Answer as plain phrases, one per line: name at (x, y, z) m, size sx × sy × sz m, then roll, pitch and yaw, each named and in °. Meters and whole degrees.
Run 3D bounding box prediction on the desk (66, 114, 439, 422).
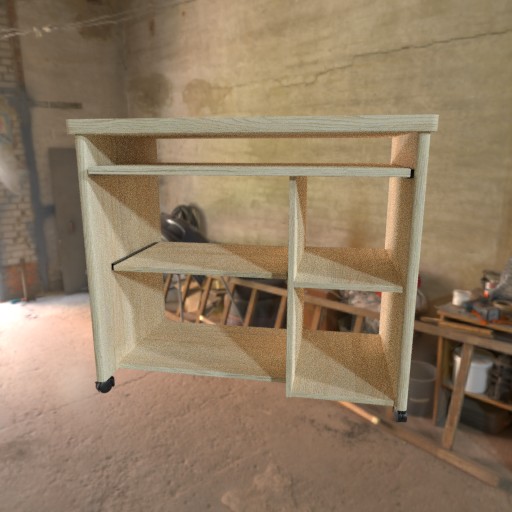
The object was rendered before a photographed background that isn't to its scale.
desk at (0.000, 0.000, 1.340) m, size 0.885 × 0.770 × 0.480 m, roll 2°, pitch 13°, yaw 10°
